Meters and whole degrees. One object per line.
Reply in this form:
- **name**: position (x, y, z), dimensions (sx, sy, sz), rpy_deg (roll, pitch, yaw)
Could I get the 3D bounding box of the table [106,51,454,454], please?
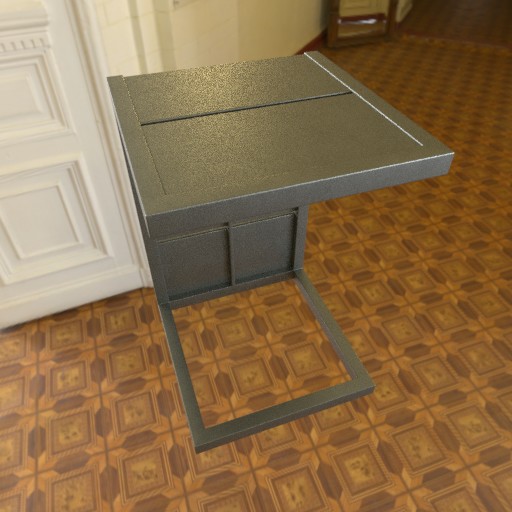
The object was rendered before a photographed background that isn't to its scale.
- **table**: position (0.000, 0.000, 0.882), dimensions (0.405, 0.609, 0.420), rpy_deg (-14, 44, -14)
